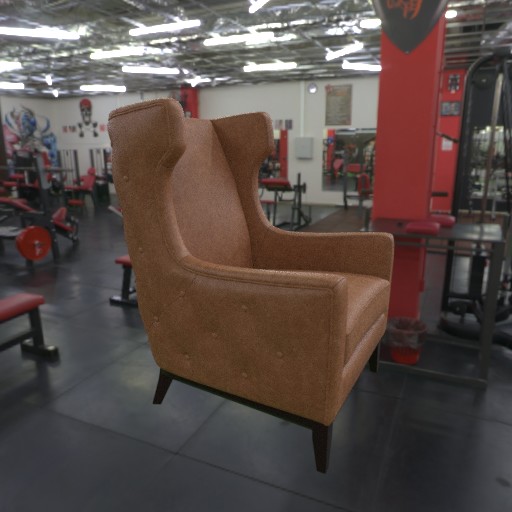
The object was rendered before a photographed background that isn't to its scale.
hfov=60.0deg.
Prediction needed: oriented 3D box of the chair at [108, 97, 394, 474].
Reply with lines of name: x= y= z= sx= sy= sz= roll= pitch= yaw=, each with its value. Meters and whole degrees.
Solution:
chair: x=0.000 y=0.000 z=1.659 sx=0.899 sy=1.079 sz=0.766 roll=7 pitch=16 yaw=26
